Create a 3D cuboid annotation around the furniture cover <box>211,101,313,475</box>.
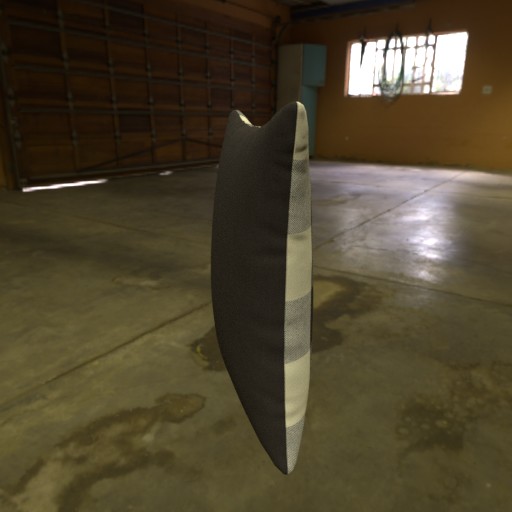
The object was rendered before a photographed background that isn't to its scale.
[{"bbox_3d":[0.000,0.000,0.798,0.161,0.509,0.511,-3,17,-10],"label":"furniture cover"}]
